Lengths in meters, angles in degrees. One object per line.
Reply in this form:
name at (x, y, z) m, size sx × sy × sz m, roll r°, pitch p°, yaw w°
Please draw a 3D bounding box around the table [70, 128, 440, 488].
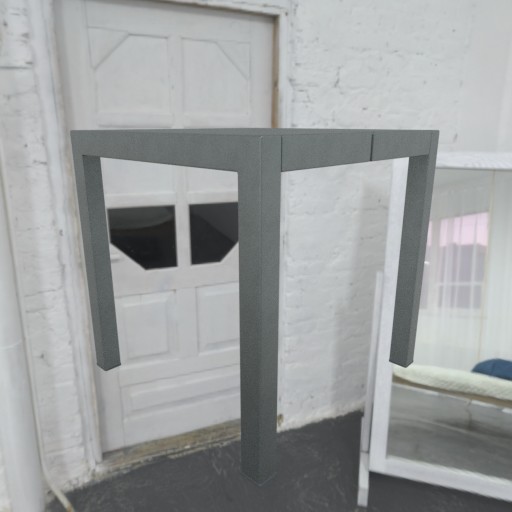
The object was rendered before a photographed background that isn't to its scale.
table at (0.000, 0.000, 0.929) m, size 0.508 × 0.508 × 0.508 m, roll 16°, pitch 23°, yaw 42°
